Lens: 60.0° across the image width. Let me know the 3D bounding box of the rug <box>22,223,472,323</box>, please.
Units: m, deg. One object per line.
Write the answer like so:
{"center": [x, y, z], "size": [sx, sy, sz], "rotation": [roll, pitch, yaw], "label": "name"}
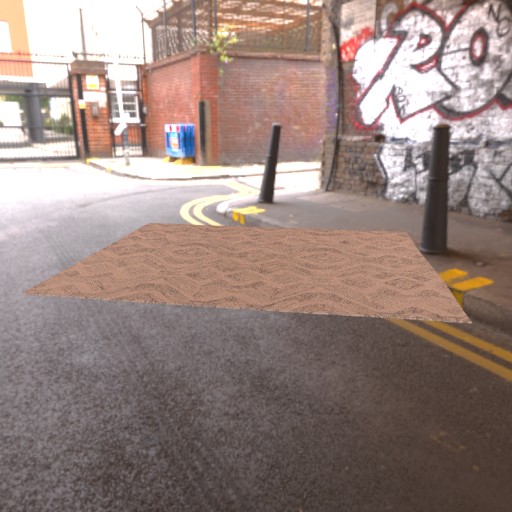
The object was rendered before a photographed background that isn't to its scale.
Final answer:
{"center": [0.000, 0.000, 4.071], "size": [3.054, 0.030, 2.430], "rotation": [3, 17, 9], "label": "rug"}
